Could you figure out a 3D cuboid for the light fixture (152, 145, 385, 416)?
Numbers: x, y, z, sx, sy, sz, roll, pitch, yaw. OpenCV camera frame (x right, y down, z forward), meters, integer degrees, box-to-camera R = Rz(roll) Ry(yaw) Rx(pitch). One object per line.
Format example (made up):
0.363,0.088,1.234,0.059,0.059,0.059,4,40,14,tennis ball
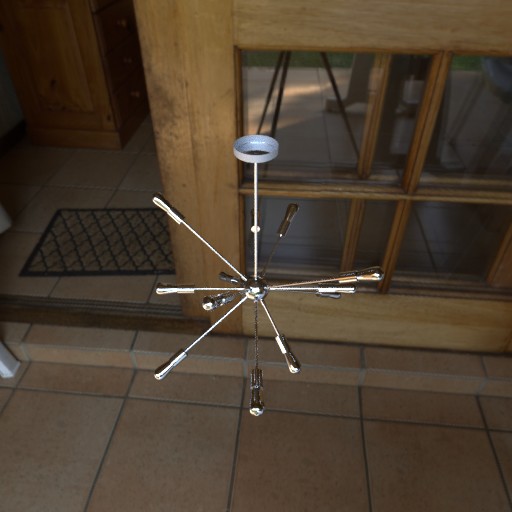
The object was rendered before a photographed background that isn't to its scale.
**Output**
0.000,0.000,1.030,0.509,0.558,0.684,0,40,0,light fixture
